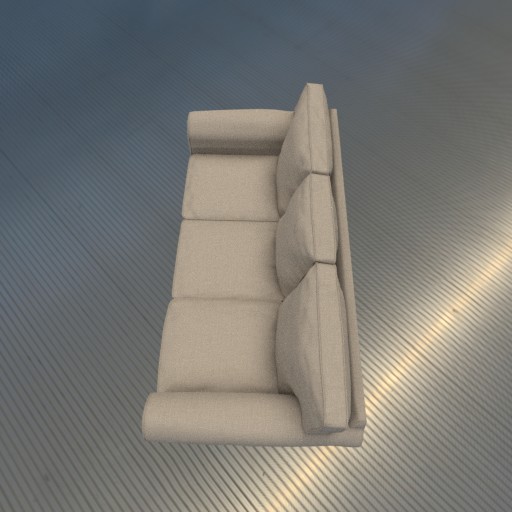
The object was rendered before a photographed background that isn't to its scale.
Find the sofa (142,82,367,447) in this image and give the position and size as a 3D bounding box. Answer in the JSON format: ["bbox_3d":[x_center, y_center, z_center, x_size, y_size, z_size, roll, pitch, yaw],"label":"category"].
[{"bbox_3d":[0.000,0.000,2.613,0.998,0.889,2.118,1,59,1],"label":"sofa"}]
